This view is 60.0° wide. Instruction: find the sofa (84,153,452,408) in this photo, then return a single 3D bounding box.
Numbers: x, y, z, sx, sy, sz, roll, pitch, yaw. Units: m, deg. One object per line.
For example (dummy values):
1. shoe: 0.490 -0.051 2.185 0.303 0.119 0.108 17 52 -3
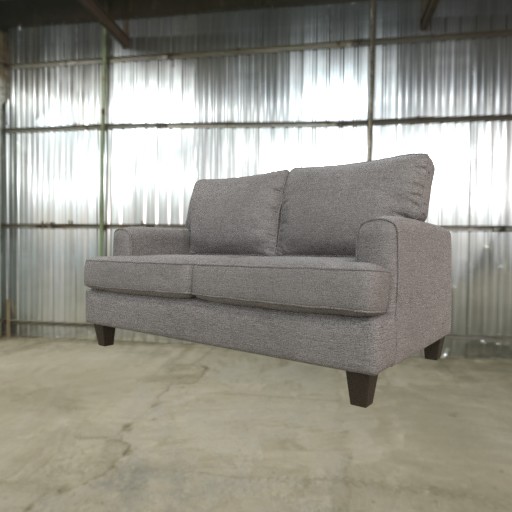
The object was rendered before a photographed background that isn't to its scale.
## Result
1. sofa: 0.000 0.000 2.221 1.651 0.965 0.965 1 2 38
